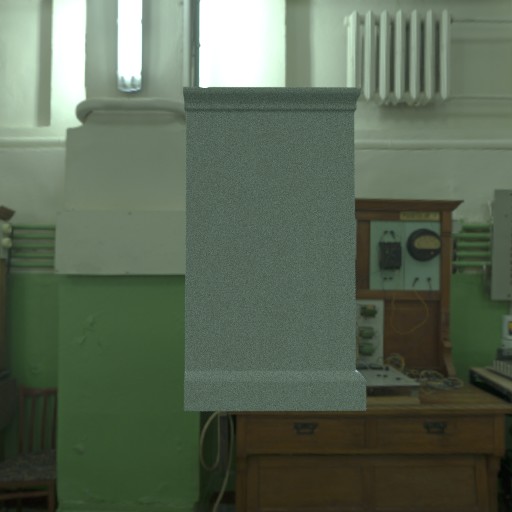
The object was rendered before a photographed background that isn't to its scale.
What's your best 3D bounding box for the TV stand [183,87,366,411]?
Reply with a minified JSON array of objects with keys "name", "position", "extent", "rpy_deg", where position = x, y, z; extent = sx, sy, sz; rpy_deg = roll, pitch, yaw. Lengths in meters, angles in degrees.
[{"name":"TV stand","position":[0.000,0.000,1.441],"extent":[0.424,0.624,1.187],"rpy_deg":[0,-2,0]}]
